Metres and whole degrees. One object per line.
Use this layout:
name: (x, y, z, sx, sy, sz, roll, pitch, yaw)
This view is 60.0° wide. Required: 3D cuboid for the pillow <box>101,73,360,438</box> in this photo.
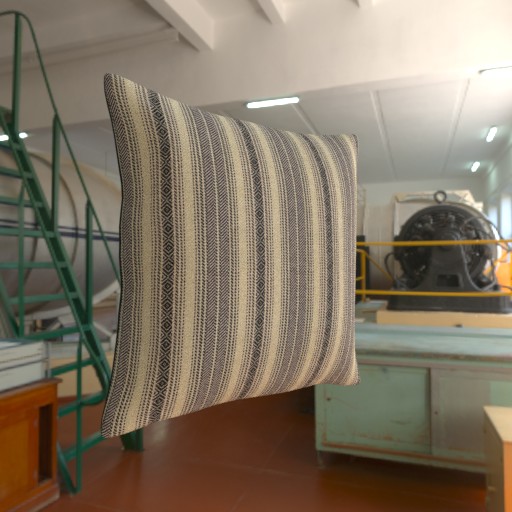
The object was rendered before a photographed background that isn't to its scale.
pillow: (0.000, 0.000, 0.761, 0.520, 0.508, 0.166, 1, -2, -35)
